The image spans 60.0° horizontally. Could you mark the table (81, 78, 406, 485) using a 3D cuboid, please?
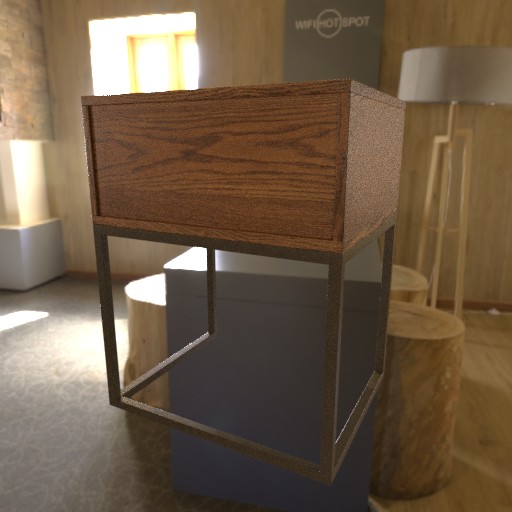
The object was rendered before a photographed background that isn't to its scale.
[{"bbox_3d":[0.000,0.000,0.912,0.482,0.610,0.400,8,16,27],"label":"table"}]
